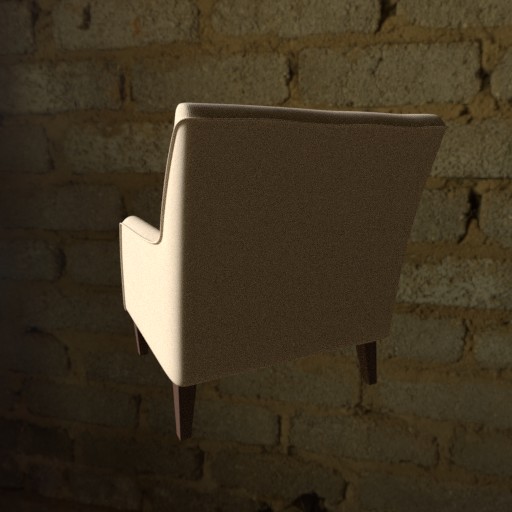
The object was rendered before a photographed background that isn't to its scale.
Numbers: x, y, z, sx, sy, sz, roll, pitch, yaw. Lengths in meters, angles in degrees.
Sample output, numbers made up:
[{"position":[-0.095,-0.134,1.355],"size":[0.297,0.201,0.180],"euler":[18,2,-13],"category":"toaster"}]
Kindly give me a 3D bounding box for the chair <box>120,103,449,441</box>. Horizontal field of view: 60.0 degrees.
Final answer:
[{"position":[0.000,0.000,1.549],"size":[0.780,0.919,0.899],"euler":[-7,15,-26],"category":"chair"}]
